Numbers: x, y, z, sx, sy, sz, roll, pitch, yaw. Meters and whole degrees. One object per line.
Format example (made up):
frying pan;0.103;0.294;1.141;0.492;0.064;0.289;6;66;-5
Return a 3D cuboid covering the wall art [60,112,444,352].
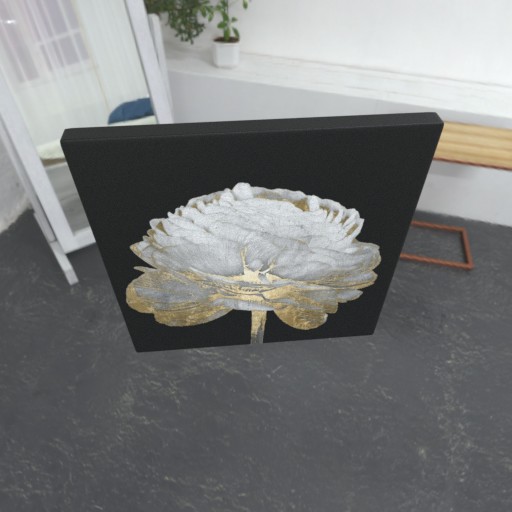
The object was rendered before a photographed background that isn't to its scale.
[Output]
wall art;0.000;0.000;0.931;0.610;0.611;0.043;-4;46;-3
